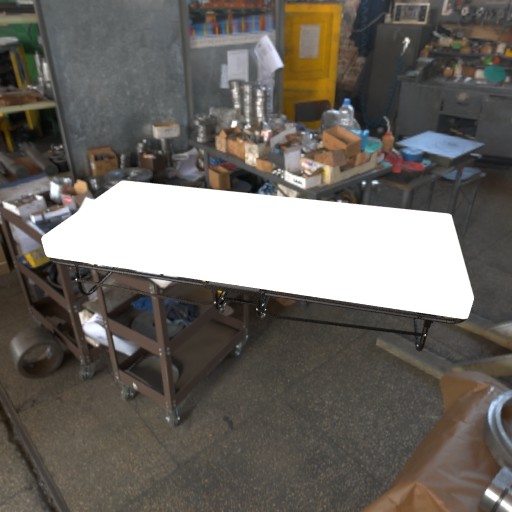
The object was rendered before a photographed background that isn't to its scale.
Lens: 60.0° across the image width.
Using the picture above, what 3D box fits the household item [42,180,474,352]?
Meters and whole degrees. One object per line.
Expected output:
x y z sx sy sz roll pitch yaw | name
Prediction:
0.000 0.000 2.227 1.905 0.356 0.787 8 32 12 | household item
